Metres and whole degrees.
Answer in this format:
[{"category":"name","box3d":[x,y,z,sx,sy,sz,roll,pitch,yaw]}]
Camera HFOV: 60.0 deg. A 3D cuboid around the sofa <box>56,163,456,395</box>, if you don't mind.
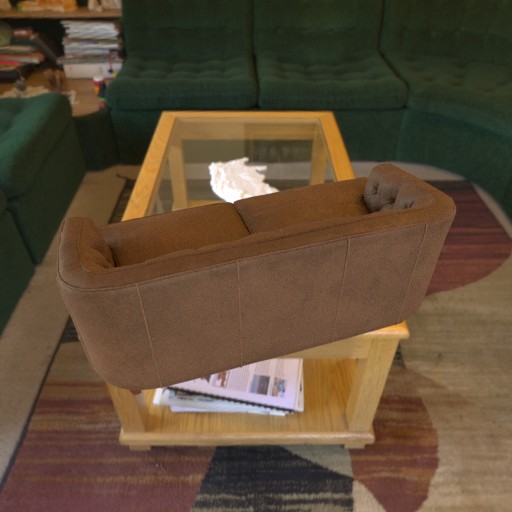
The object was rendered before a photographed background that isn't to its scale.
[{"category":"sofa","box3d":[0.000,0.000,2.259,1.767,0.799,0.917,-12,42,-14]}]
